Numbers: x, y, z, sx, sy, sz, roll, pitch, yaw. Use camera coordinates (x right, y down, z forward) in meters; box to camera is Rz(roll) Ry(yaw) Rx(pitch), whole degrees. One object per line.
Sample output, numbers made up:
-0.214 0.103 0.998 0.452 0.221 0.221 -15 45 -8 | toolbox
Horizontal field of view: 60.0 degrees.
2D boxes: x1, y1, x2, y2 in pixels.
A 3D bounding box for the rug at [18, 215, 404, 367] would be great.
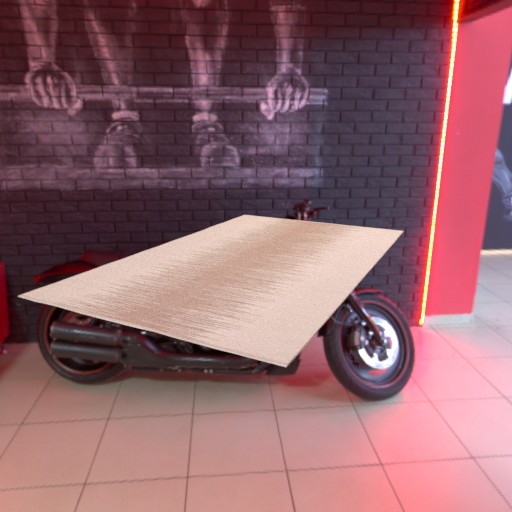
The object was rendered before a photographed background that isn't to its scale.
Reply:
0.000 0.000 2.993 1.522 0.012 2.440 8 18 26 | rug
